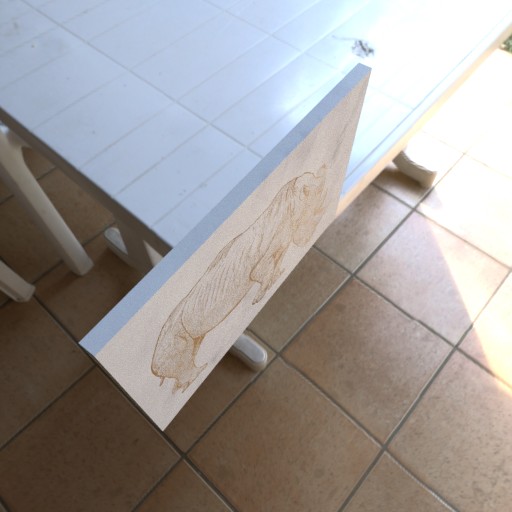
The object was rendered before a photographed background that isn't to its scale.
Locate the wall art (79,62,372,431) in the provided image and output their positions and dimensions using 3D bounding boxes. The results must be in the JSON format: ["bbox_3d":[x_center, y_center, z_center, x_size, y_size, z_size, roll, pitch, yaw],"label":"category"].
[{"bbox_3d":[0.000,0.000,1.164,0.038,0.610,0.915,32,63,18],"label":"wall art"}]
